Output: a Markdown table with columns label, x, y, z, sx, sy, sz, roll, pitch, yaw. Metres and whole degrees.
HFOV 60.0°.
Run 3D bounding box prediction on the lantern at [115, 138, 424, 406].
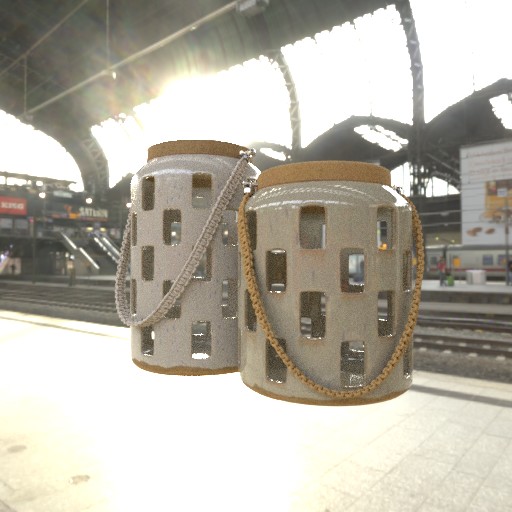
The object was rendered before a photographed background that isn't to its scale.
| label | x | y | z | sx | sy | sz | roll | pitch | yaw |
| --- | --- | --- | --- | --- | --- | --- | --- | --- | --- |
| lantern | 0.000 | 0.000 | 0.481 | 0.347 | 0.255 | 0.184 | -1 | -2 | 37 |
